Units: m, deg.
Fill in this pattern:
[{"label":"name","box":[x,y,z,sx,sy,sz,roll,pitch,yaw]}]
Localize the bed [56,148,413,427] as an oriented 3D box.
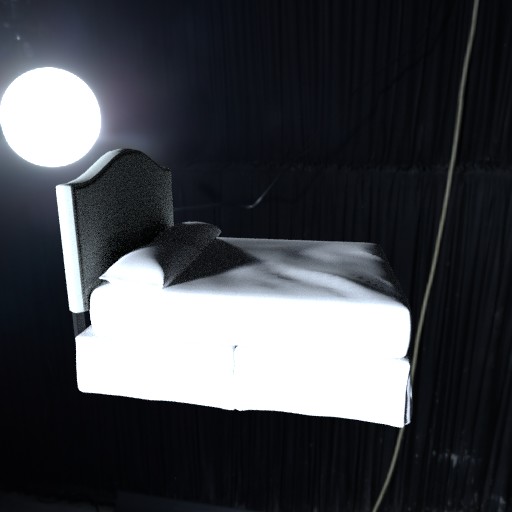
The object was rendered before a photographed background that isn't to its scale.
[{"label":"bed","box":[0.000,0.000,3.429,2.180,1.607,1.813,2,15,9]}]
